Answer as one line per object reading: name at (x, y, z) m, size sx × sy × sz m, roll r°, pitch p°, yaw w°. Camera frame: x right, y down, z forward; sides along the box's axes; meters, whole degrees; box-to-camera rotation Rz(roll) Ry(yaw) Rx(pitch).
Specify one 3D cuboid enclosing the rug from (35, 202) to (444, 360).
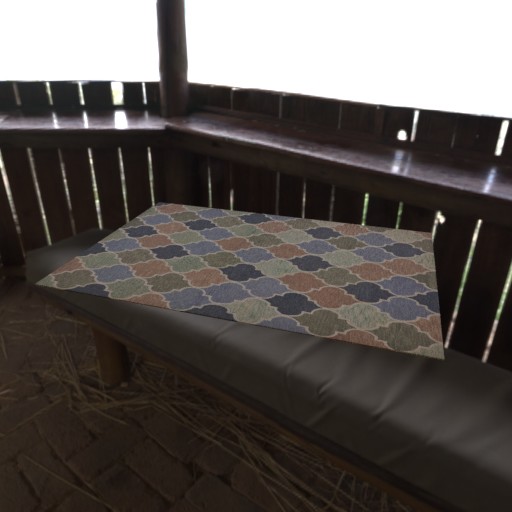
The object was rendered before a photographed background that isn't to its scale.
rug at (0.000, 0.000, 2.983) m, size 2.284 × 0.006 × 1.521 m, roll 8°, pitch 27°, yaw 16°
